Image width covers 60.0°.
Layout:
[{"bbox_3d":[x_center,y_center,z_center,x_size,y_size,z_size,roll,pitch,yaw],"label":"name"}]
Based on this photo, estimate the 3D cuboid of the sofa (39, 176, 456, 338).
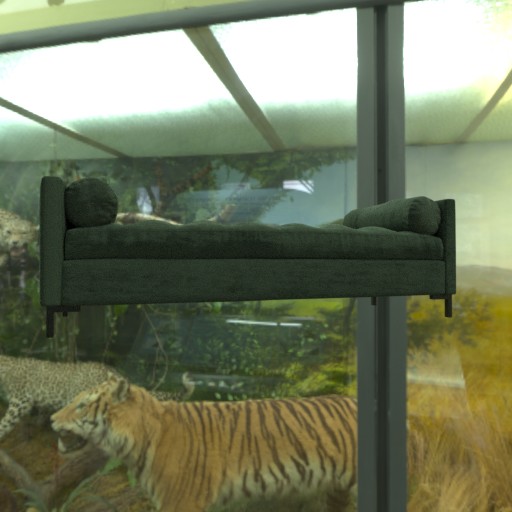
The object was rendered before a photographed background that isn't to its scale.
[{"bbox_3d":[0.000,0.000,2.482,2.130,0.681,0.817,0,-1,-19],"label":"sofa"}]
